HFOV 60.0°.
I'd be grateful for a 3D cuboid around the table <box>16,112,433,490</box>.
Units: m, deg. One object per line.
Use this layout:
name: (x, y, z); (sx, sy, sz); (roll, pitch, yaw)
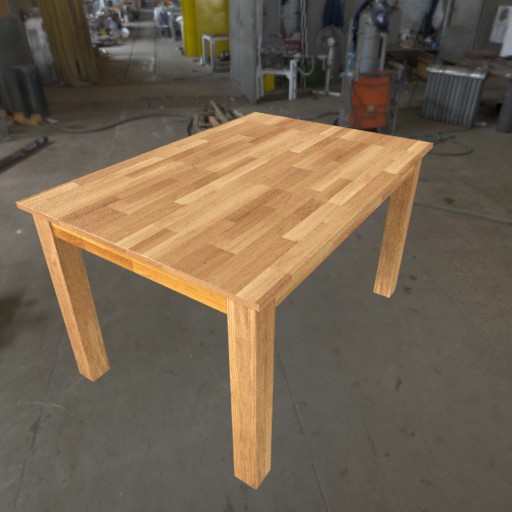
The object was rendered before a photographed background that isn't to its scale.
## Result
table: (0.000, 0.000, 1.800); (0.900, 0.750, 1.300); (20, 37, 28)
